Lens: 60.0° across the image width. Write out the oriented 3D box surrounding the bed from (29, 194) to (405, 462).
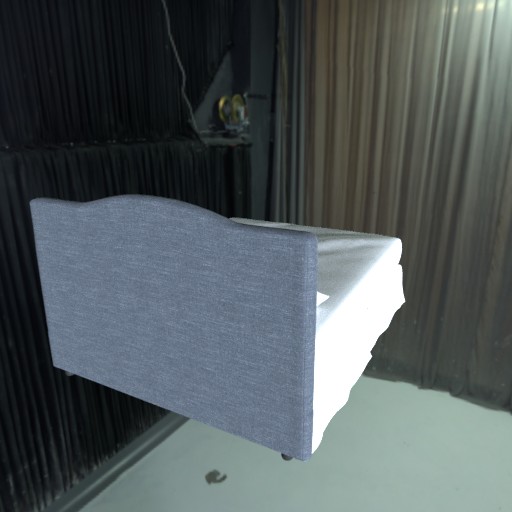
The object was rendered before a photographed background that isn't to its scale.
[{"bbox_3d":[0.000,0.000,3.845,2.161,1.457,2.689,9,20,27],"label":"bed"}]
